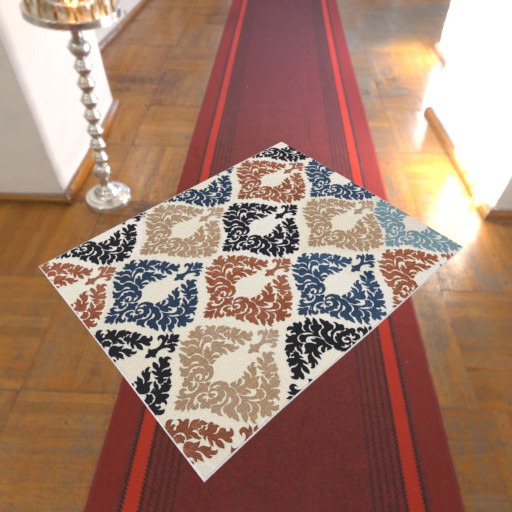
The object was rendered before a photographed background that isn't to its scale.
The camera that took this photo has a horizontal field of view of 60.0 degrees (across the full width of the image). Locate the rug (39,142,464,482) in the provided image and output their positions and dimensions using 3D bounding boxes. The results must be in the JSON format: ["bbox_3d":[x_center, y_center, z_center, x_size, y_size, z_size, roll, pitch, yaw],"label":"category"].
[{"bbox_3d":[0.000,0.000,4.035,3.040,0.014,2.423,-33,55,-28],"label":"rug"}]
